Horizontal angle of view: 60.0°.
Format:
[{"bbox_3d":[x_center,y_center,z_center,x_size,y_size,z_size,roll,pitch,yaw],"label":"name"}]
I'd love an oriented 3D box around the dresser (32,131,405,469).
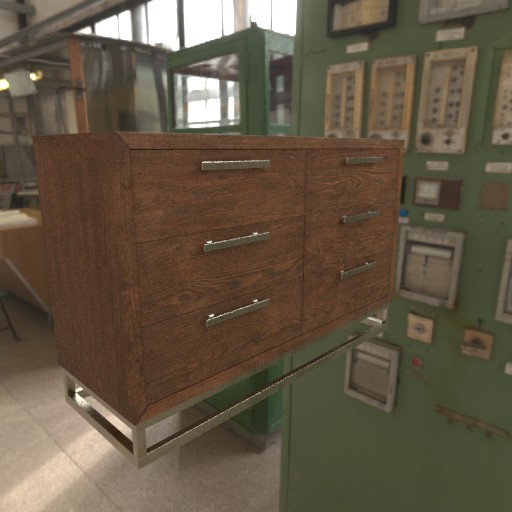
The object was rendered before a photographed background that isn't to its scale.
[{"bbox_3d":[0.000,0.000,2.062,0.623,1.061,1.646,13,19,43],"label":"dresser"}]
